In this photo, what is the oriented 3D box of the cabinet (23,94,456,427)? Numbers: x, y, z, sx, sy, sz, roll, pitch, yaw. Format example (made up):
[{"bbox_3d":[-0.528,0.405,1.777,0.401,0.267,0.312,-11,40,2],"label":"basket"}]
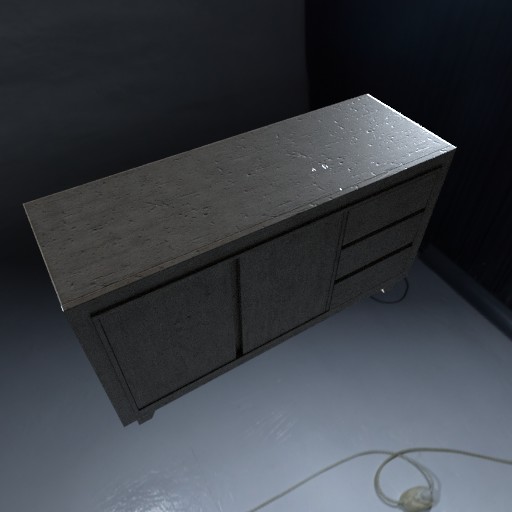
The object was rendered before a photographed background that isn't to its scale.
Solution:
[{"bbox_3d":[0.000,0.000,1.846,1.460,0.825,0.511,-24,51,-21],"label":"cabinet"}]
